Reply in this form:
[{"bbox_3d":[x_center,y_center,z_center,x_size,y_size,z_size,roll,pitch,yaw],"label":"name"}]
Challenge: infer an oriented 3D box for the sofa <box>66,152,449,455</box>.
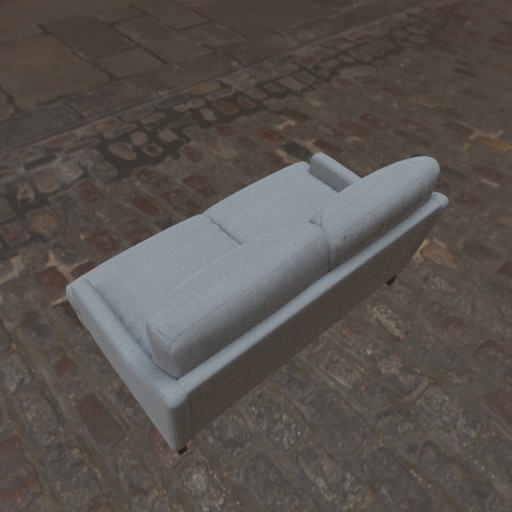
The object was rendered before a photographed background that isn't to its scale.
[{"bbox_3d":[0.000,0.000,2.146,1.589,0.921,0.987,-32,54,-27],"label":"sofa"}]
